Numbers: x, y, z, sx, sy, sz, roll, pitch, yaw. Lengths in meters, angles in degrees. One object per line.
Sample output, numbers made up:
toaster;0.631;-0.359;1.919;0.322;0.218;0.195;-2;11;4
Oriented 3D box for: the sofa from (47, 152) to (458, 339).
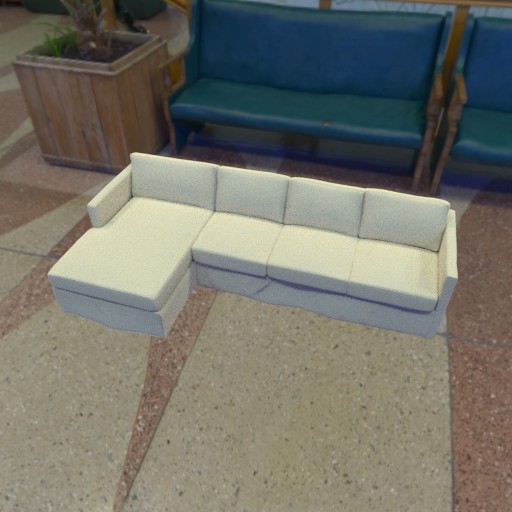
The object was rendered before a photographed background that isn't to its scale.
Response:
sofa;0.000;0.000;3.873;3.205;0.922;1.650;12;42;13
